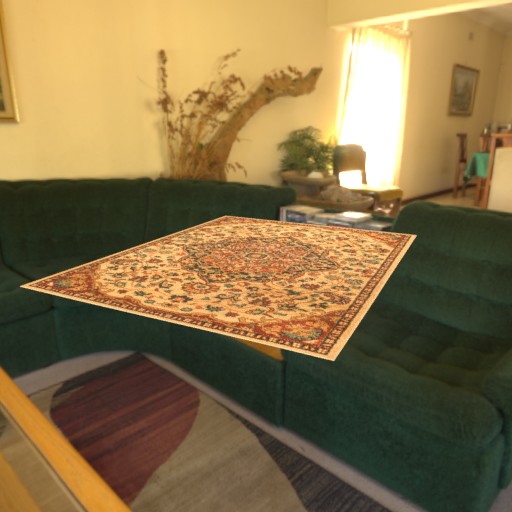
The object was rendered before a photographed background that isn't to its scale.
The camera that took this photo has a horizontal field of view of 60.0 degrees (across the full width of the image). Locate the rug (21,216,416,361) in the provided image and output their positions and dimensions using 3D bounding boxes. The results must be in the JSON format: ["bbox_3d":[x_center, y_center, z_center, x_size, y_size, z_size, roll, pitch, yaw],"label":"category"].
[{"bbox_3d":[0.000,0.000,4.135,2.454,0.005,3.067,8,18,26],"label":"rug"}]
